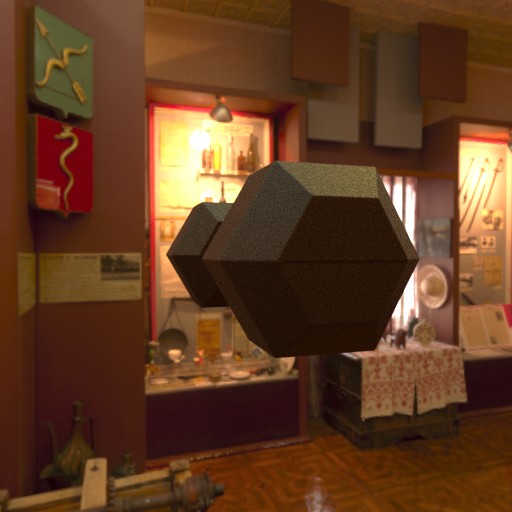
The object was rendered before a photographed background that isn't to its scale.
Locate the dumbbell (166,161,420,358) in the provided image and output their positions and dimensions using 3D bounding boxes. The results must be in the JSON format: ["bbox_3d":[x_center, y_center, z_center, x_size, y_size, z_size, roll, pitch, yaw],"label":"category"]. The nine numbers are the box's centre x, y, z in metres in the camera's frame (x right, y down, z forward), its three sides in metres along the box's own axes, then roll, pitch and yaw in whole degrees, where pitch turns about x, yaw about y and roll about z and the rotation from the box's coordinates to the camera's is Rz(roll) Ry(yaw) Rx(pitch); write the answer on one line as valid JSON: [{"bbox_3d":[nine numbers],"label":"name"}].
[{"bbox_3d":[0.000,0.000,0.430,0.141,0.123,0.356,0,1,-17],"label":"dumbbell"}]
